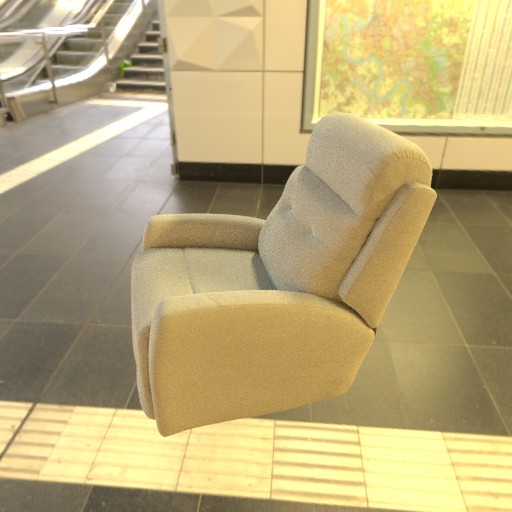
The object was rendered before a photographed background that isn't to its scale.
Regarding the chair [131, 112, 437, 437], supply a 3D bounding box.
[{"bbox_3d":[0.000,0.000,1.766,1.043,1.013,0.798,-8,31,-13],"label":"chair"}]
